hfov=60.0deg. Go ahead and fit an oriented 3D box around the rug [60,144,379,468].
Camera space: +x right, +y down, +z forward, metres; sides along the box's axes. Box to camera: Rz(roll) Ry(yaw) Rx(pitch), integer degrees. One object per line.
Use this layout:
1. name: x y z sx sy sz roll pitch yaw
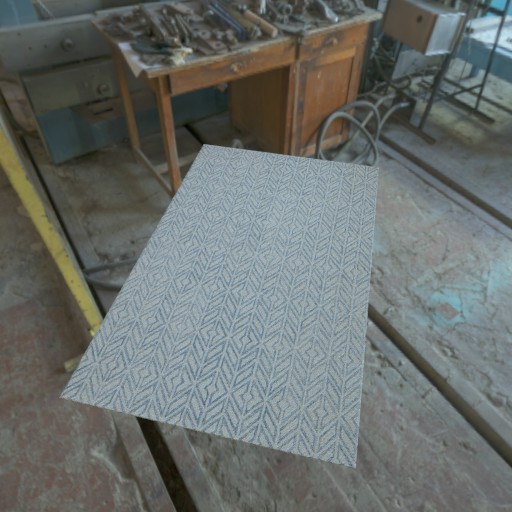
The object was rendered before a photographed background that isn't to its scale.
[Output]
1. rug: 0.000 0.000 3.000 1.526 0.008 2.441 10 47 9
